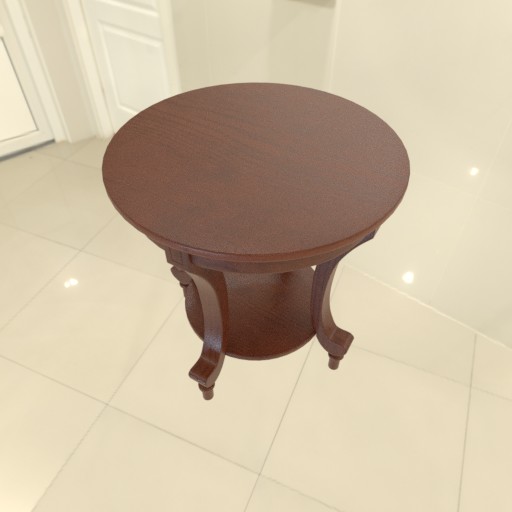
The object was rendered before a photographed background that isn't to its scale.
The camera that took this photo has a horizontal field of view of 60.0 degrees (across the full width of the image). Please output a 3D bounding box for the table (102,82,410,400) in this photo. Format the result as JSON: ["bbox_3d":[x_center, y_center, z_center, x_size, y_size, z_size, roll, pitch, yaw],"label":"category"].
[{"bbox_3d":[0.000,0.000,1.098,0.597,0.612,0.597,0,46,0],"label":"table"}]
